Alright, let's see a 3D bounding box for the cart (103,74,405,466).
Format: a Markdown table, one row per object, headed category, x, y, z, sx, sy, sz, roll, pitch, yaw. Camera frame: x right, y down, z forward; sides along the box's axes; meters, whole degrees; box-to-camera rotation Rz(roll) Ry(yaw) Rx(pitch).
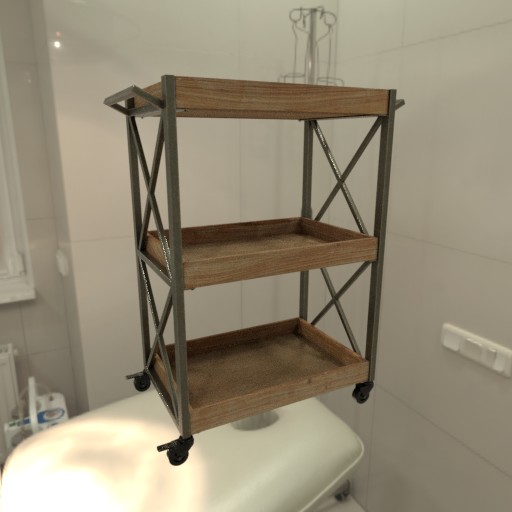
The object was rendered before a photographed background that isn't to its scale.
| category | x | y | z | sx | sy | sz | roll | pitch | yaw |
| --- | --- | --- | --- | --- | --- | --- | --- | --- | --- |
| cart | 0.000 | 0.000 | 1.191 | 0.673 | 0.835 | 0.377 | -8 | 17 | -26 |
